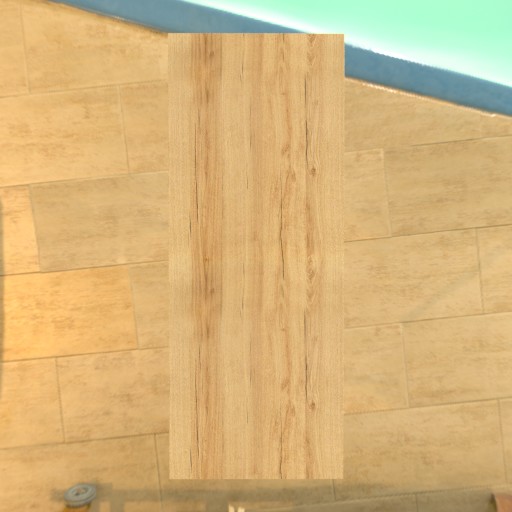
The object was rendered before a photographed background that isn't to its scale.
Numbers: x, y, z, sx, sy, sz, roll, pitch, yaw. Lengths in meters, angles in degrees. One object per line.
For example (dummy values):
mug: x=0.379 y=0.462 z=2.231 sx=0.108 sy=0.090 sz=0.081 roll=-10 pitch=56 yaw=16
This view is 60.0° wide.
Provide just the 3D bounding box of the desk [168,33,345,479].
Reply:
desk: x=0.000 y=0.000 z=1.772 sx=0.550 sy=0.760 sz=1.400 roll=0 pitch=91 yaw=0
